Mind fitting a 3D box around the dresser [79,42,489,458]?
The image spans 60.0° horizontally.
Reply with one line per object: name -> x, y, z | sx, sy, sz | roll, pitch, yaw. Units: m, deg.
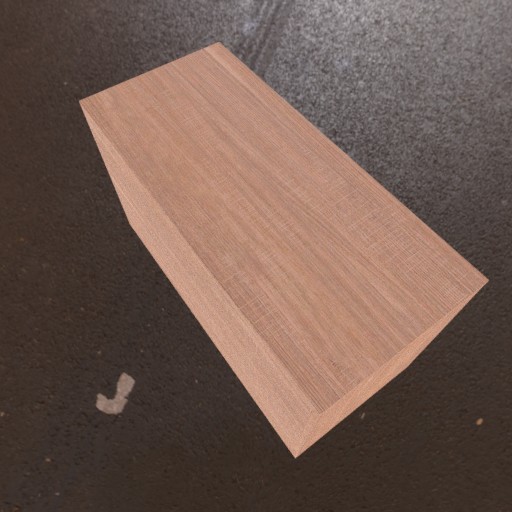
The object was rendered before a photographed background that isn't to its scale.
dresser -> 0.000, 0.000, 1.494 | 0.500, 0.780, 1.110 | -32, 64, -18
